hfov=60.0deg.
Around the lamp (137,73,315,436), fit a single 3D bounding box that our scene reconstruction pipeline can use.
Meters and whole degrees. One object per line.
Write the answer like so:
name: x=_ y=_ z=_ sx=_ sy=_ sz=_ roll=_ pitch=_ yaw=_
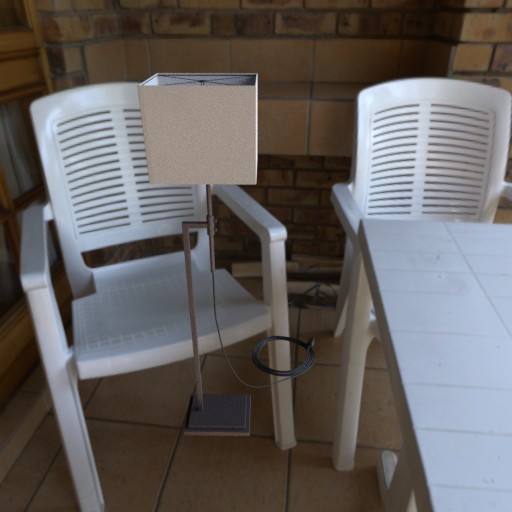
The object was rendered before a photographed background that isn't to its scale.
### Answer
lamp: x=0.000 y=0.000 z=2.049 sx=0.698 sy=1.600 sz=0.774 roll=0 pitch=29 yaw=1
